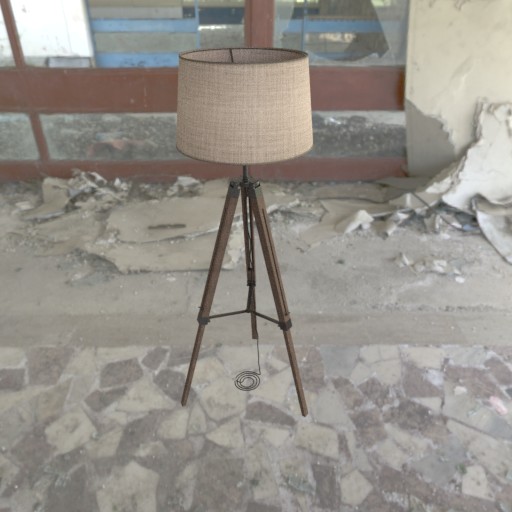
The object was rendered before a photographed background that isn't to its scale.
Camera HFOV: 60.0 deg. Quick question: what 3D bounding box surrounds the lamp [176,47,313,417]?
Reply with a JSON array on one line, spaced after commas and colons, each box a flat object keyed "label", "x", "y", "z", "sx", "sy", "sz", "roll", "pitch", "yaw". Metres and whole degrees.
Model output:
[{"label": "lamp", "x": 0.000, "y": 0.000, "z": 1.814, "sx": 0.587, "sy": 1.510, "sz": 0.604, "roll": 20, "pitch": 36, "yaw": 29}]
